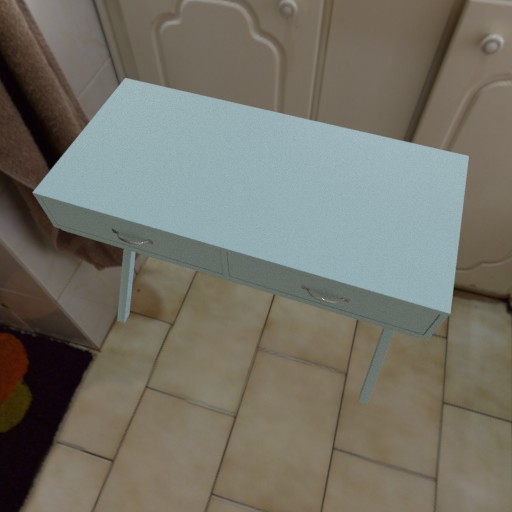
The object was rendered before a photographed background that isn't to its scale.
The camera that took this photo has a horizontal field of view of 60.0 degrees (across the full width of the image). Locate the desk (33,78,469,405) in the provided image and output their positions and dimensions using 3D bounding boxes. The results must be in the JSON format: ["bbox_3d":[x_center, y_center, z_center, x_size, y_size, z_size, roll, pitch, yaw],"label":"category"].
[{"bbox_3d":[0.000,0.000,1.505,1.057,0.780,0.525,16,59,10],"label":"desk"}]
